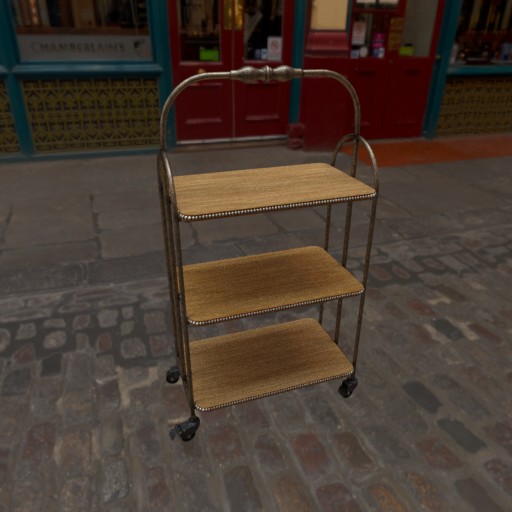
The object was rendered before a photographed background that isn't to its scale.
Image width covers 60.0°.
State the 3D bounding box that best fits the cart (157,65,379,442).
[{"bbox_3d":[0.000,0.000,1.331,0.650,1.052,0.330,-9,28,-17],"label":"cart"}]
